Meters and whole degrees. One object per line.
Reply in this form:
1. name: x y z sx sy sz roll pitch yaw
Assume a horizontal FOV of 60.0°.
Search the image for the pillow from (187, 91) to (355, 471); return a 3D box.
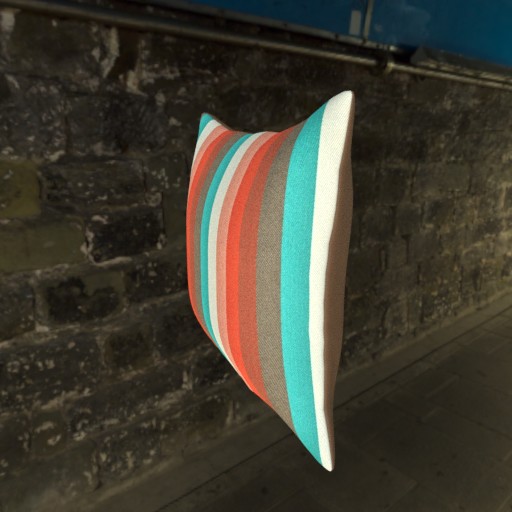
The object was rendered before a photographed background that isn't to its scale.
1. pillow: 0.000 0.000 0.684 0.168 0.443 0.453 -7 17 -24
